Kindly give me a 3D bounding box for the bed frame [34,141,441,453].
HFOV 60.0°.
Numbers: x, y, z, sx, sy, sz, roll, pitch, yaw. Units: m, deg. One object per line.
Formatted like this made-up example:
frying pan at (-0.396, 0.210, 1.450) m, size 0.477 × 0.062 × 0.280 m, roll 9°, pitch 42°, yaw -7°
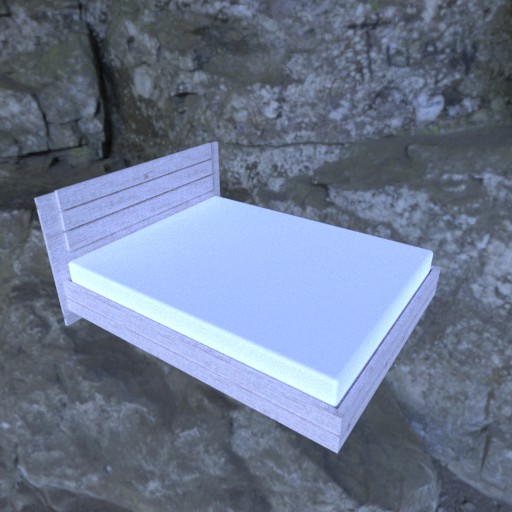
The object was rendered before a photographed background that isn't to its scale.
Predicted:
bed frame at (0.000, 0.000, 3.037) m, size 2.080 × 0.970 × 1.750 m, roll 18°, pitch 33°, yaw 30°
